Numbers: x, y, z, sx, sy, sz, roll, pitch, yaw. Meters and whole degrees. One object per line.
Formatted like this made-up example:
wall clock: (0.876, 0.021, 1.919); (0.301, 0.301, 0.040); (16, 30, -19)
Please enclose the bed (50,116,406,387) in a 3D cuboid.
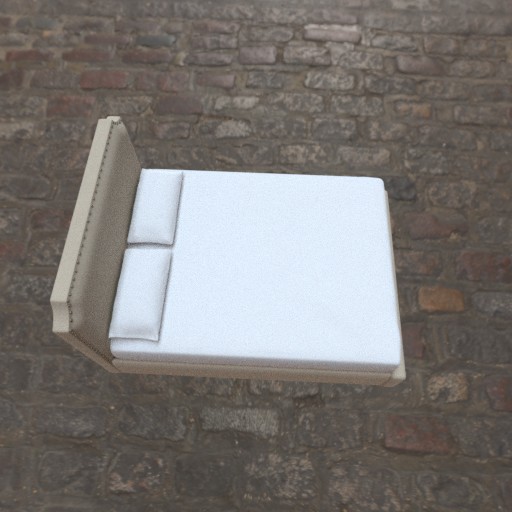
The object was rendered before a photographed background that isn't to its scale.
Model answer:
bed: (0.000, 0.000, 3.479); (2.329, 1.415, 1.703); (2, 64, 1)
